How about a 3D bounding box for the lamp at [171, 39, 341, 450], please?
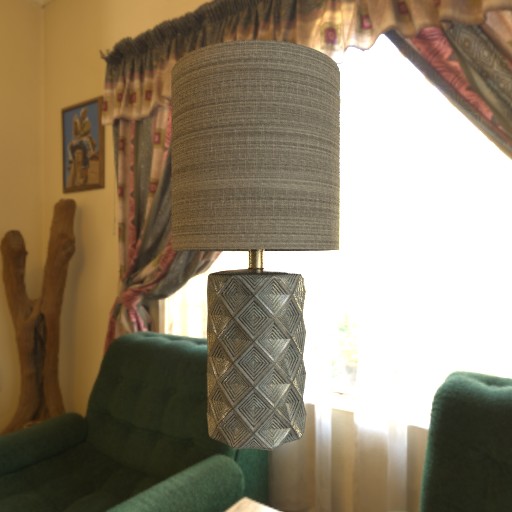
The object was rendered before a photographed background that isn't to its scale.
[{"bbox_3d":[0.000,0.000,0.714,0.268,0.566,0.269,0,0,19],"label":"lamp"}]
